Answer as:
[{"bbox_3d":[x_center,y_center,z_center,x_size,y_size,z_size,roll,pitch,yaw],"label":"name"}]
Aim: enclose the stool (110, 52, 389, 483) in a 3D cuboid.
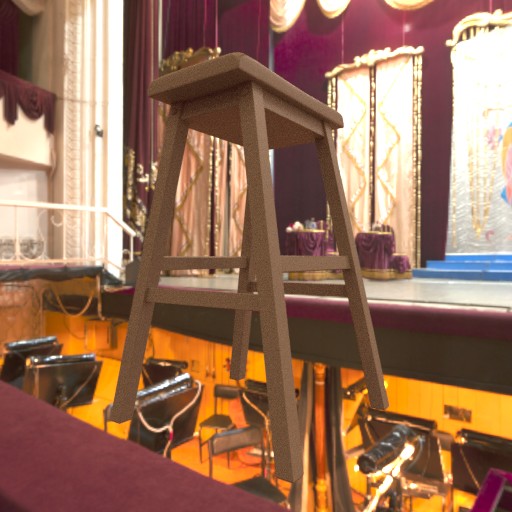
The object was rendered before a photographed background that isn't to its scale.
[{"bbox_3d":[0.000,0.000,1.039,0.476,0.737,0.457,0,0,36],"label":"stool"}]
